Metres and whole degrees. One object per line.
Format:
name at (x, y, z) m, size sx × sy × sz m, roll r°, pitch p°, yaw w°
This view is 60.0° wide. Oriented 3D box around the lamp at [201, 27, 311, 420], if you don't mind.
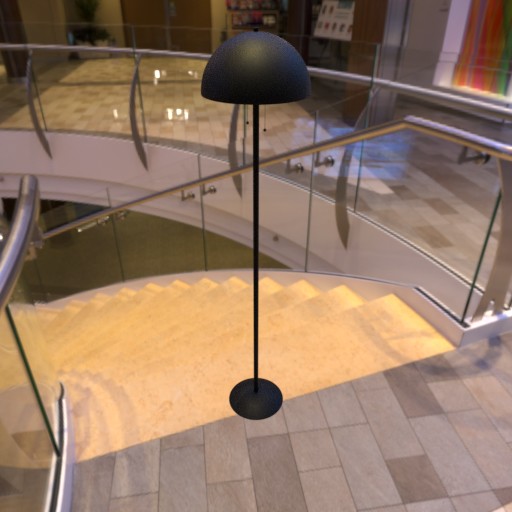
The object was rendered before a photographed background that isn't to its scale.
lamp at (0.000, 0.000, 1.614) m, size 0.328 × 1.480 × 0.328 m, roll 20°, pitch 36°, yaw 30°
